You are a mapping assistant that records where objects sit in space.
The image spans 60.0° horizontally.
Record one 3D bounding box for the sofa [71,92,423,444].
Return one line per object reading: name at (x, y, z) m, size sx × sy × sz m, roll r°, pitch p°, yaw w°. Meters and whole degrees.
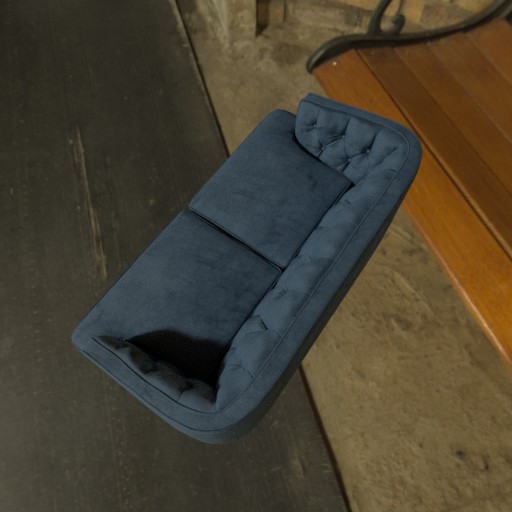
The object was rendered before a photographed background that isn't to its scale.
sofa at (0.000, 0.000, 2.245) m, size 0.941 × 0.854 × 1.733 m, roll 33°, pitch 69°, yaw 14°
